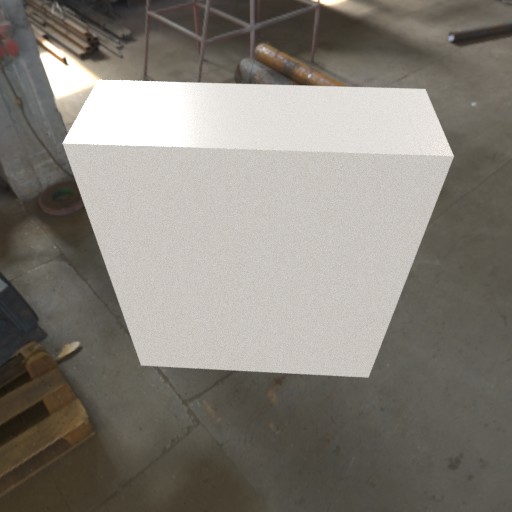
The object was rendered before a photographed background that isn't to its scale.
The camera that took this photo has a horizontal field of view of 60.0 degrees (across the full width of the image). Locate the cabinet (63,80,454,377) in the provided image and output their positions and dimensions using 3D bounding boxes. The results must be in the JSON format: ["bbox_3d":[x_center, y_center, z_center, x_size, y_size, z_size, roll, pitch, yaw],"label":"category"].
[{"bbox_3d":[0.000,0.000,1.641,0.990,1.150,0.348,2,47,2],"label":"cabinet"}]
